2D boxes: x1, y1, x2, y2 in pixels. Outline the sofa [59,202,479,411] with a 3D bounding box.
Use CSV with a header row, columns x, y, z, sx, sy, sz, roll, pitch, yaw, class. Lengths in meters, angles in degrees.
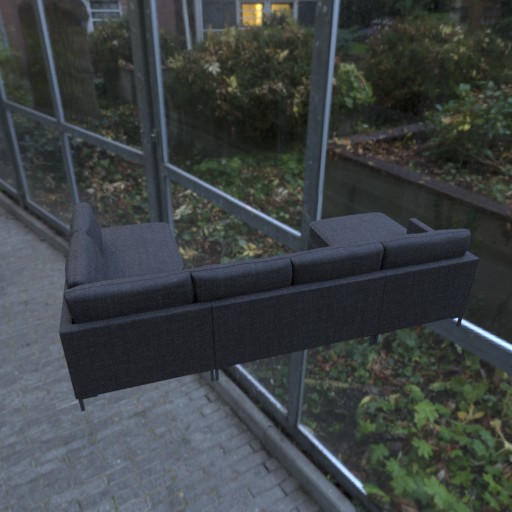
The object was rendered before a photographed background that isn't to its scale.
x,y,z,sx,sy,sz,roll,pitch,yaw,class
0.000,0.000,4.288,3.423,0.999,2.048,-9,29,-16,sofa
